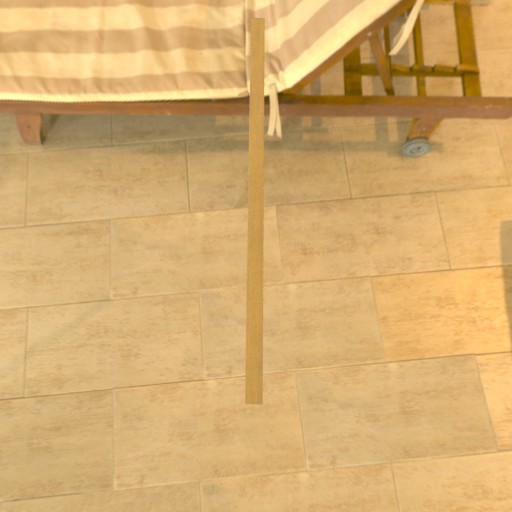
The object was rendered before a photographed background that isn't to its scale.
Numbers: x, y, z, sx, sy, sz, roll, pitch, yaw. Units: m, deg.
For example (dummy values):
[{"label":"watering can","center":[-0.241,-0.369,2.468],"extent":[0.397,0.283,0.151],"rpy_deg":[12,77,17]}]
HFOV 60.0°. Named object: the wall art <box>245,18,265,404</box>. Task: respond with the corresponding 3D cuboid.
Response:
[{"label":"wall art","center":[0.000,0.000,1.341],"extent":[0.030,1.002,0.798],"rpy_deg":[1,75,0]}]
